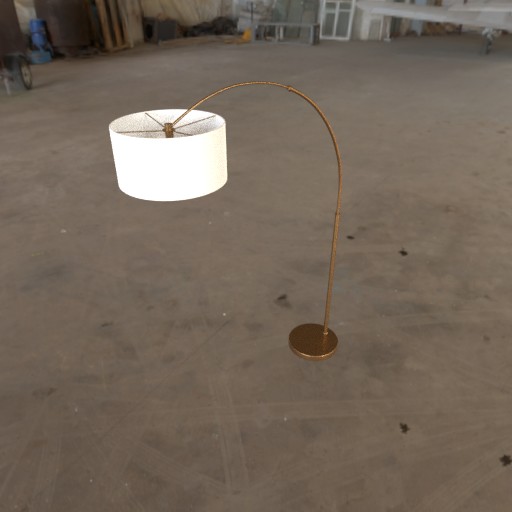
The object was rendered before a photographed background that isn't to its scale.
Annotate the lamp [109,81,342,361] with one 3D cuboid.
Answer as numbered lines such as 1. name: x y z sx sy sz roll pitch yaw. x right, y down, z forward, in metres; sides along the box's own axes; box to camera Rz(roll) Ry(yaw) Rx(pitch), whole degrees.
1. lamp: 0.000 0.000 2.589 1.434 1.927 0.493 -21 37 -30
